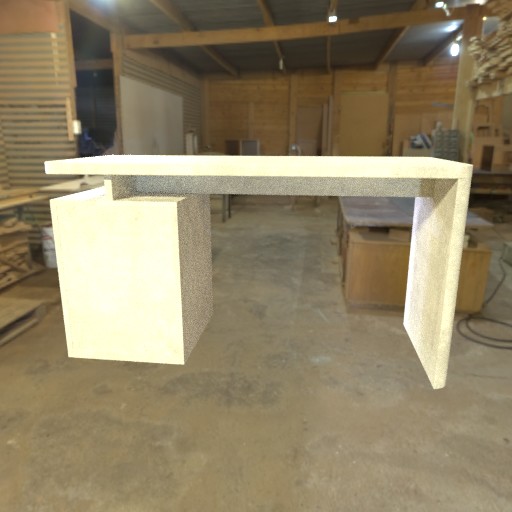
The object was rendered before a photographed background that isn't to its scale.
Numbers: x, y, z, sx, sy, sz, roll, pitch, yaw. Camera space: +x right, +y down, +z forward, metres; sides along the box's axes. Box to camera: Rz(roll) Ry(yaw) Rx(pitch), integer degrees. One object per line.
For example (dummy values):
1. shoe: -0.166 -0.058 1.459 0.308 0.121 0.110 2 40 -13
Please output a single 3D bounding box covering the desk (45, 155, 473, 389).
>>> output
1. desk: 0.000 0.000 1.765 1.400 0.755 0.550 2 15 7
